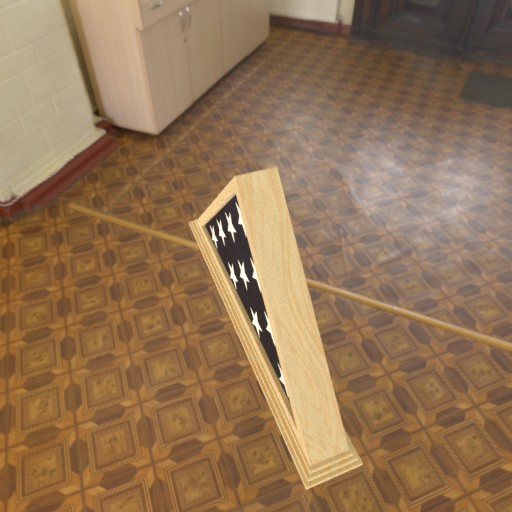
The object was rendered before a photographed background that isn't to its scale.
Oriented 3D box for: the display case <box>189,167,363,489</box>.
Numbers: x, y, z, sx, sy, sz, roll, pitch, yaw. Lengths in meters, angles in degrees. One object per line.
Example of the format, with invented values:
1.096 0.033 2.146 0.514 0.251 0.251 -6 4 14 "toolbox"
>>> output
0.000 0.000 0.753 0.095 0.340 0.640 -16 47 -15 "display case"
